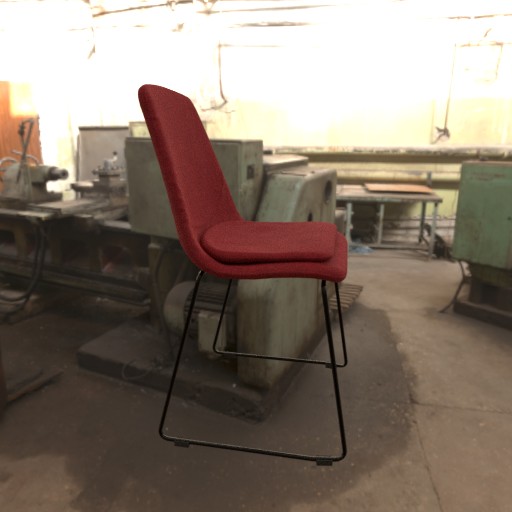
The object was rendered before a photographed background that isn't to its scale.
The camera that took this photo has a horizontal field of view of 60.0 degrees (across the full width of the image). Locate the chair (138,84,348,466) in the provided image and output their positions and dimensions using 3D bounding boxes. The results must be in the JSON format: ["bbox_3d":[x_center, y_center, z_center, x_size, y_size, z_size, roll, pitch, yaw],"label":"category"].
[{"bbox_3d":[0.000,0.000,1.175,0.518,0.858,0.479,3,15,11],"label":"chair"}]
